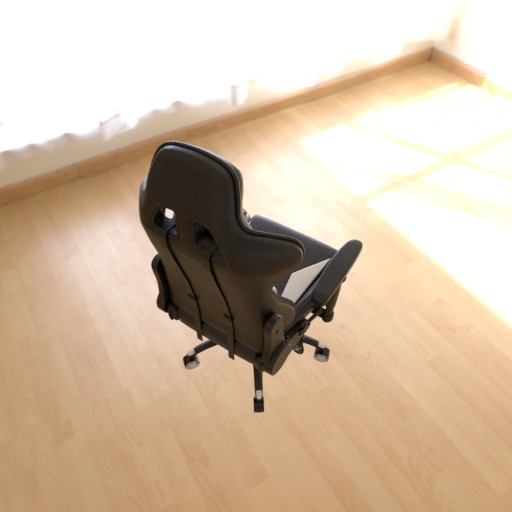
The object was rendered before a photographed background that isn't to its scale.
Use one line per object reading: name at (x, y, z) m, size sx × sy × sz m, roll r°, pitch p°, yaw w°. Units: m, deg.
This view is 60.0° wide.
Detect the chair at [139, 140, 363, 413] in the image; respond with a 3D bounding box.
chair at (0.000, 0.000, 1.705) m, size 0.730 × 1.285 × 0.695 m, roll 26°, pitch 53°, yaw 21°
